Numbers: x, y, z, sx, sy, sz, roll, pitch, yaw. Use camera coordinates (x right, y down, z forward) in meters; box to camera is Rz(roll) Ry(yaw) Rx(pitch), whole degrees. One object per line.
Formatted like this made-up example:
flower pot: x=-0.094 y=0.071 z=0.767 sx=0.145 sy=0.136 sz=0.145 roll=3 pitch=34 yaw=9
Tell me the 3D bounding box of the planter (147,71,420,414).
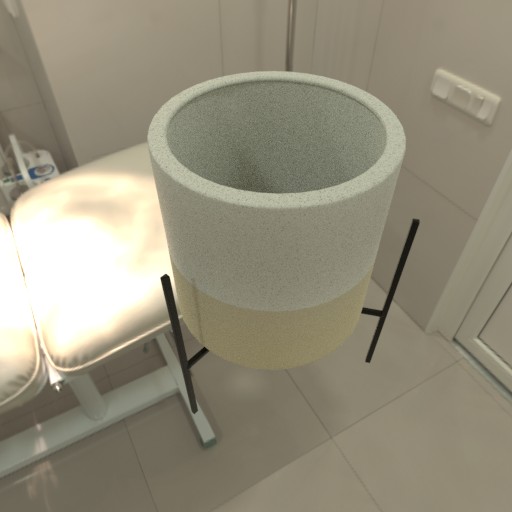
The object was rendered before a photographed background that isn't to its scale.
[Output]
planter: x=0.000 y=0.000 z=0.543 sx=0.263 sy=0.362 sz=0.267 roll=-22 pitch=50 yaw=-20
